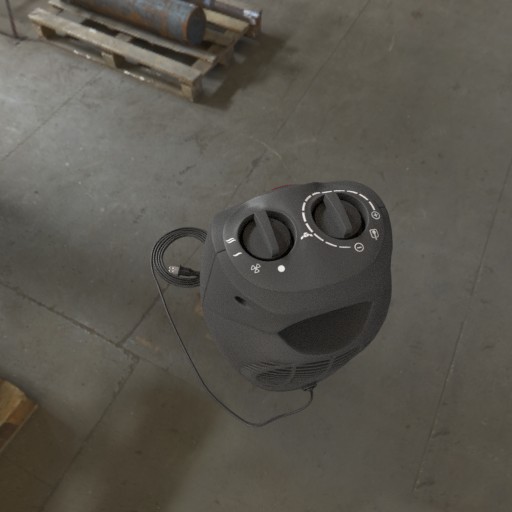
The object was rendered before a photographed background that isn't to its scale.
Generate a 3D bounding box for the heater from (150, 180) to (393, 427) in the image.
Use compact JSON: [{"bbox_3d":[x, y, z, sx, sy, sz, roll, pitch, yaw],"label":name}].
[{"bbox_3d":[0.000,0.000,0.474,0.239,0.240,0.291,-16,60,-9],"label":"heater"}]
